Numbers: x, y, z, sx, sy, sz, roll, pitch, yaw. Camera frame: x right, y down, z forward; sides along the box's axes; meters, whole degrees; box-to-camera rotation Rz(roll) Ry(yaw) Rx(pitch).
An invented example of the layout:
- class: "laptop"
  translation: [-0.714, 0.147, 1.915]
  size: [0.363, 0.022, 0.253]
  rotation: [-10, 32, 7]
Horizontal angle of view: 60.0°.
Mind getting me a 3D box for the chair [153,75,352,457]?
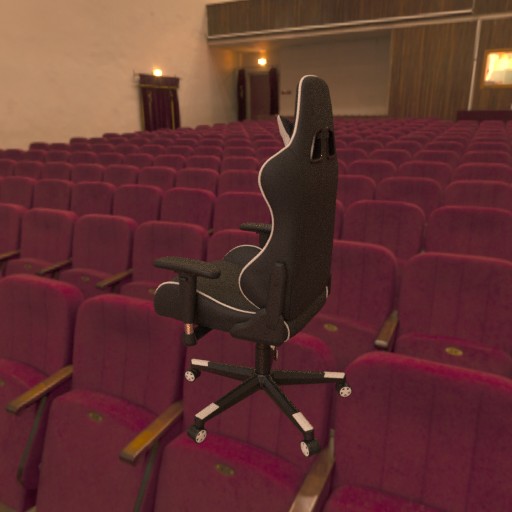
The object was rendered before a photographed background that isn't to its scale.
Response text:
- class: "chair"
  translation: [0.000, 0.000, 1.660]
  size: [0.700, 1.240, 0.700]
  rotation: [9, 19, 26]
